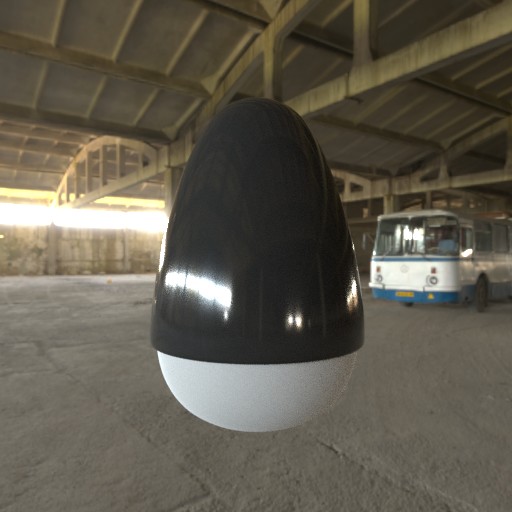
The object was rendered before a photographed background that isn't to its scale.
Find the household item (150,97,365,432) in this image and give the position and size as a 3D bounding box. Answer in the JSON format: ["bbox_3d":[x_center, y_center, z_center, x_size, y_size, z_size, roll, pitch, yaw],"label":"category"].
[{"bbox_3d":[0.000,0.000,0.217,0.102,0.152,0.104,0,0,-35],"label":"household item"}]
